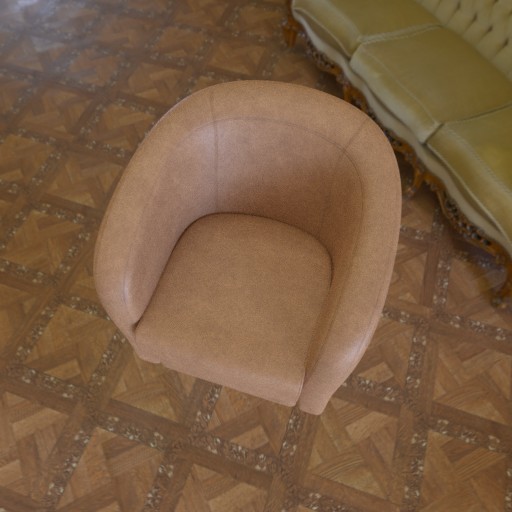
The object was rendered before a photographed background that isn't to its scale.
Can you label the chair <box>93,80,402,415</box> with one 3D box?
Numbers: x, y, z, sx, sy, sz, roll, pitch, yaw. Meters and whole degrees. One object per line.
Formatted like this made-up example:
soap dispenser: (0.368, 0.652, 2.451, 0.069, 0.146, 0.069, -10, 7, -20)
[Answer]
chair: (0.000, 0.000, 1.461, 0.791, 0.771, 0.815, 15, 59, 9)
